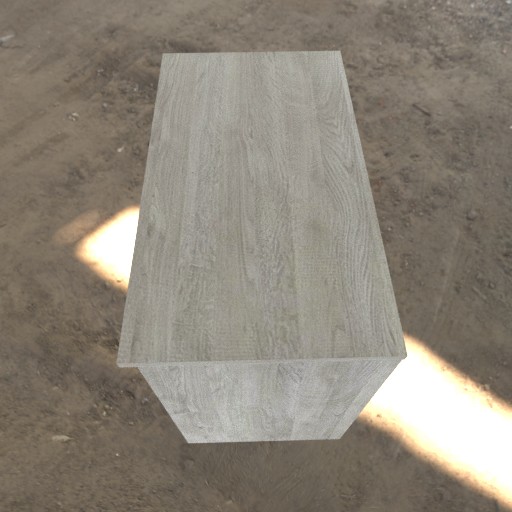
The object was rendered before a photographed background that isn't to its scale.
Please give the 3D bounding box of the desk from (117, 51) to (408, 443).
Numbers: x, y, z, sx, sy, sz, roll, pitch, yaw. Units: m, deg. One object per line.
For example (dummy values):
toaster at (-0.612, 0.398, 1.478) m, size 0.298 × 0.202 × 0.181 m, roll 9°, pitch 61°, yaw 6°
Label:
desk at (0.000, 0.000, 1.302) m, size 0.498 × 0.724 × 0.893 m, roll -1°, pitch 57°, yaw -1°
